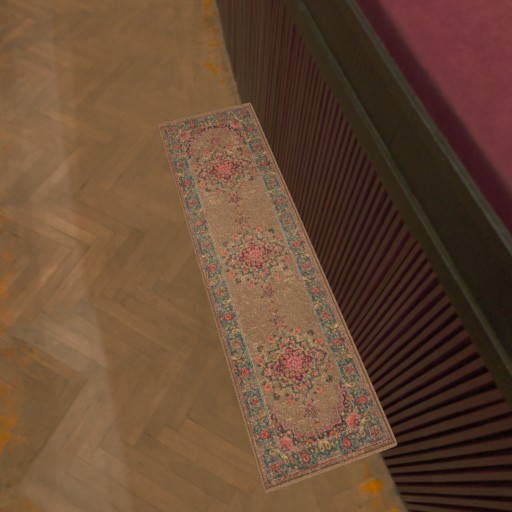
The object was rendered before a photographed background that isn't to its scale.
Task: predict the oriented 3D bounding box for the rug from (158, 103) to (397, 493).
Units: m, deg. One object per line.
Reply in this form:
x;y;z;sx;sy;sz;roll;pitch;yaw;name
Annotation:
0.000;0.000;2.522;0.659;0.019;2.297;-16;64;-8;rug
